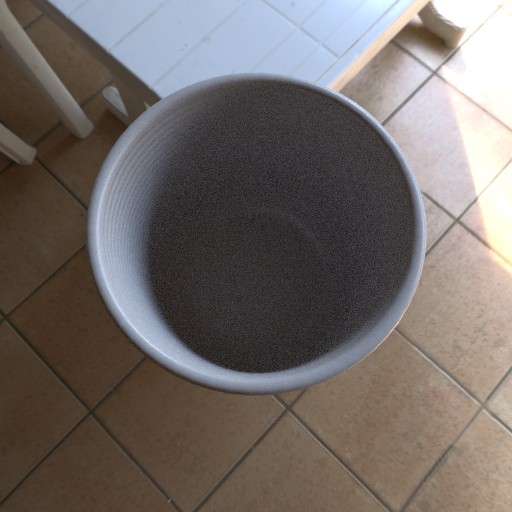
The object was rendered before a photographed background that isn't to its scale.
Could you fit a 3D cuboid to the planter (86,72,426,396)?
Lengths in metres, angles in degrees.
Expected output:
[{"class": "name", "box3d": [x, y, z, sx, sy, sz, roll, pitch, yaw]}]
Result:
[{"class": "planter", "box3d": [0.000, 0.000, 0.213, 0.124, 0.109, 0.124, 0, 75, 0]}]
